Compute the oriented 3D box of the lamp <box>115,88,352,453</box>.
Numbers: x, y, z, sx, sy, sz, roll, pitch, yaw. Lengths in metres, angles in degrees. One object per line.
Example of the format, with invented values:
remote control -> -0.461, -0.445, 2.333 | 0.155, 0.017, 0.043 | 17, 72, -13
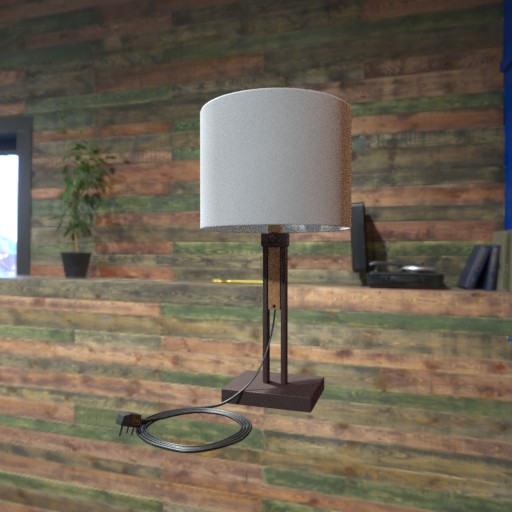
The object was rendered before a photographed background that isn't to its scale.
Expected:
lamp -> 0.000, 0.000, 0.982 | 0.396, 0.668, 0.525 | 0, 0, 18
